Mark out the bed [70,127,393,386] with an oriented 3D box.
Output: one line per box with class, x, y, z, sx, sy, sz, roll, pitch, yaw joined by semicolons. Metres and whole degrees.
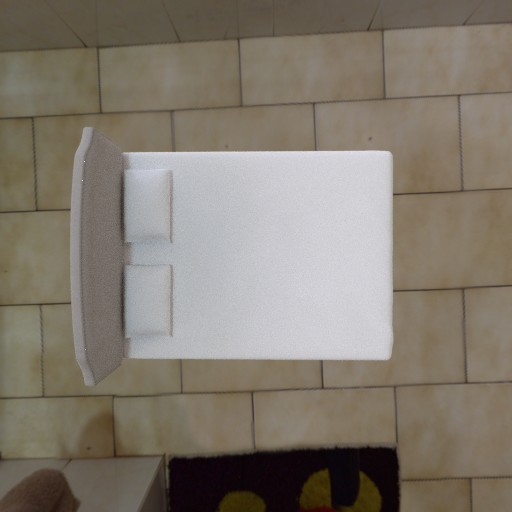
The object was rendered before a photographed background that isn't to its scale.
bed;0.000;0.000;3.013;1.999;1.270;1.558;0;91;2
